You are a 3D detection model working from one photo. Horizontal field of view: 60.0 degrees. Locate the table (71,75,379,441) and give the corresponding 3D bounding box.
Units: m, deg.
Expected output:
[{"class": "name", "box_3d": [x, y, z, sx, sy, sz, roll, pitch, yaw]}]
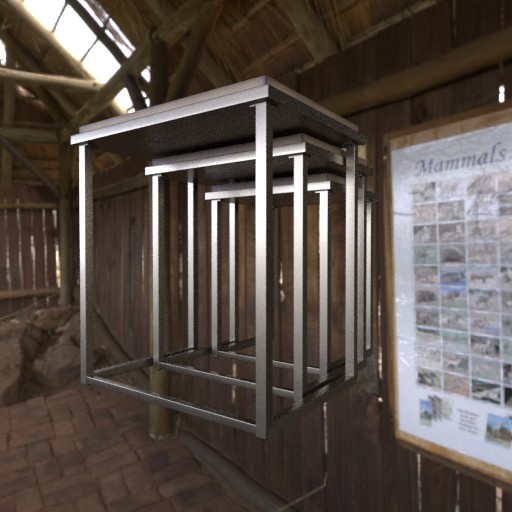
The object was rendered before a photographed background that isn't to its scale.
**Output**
[{"class": "table", "box_3d": [0.000, 0.000, 1.164, 0.559, 0.610, 0.706, 1, 1, 36]}]
